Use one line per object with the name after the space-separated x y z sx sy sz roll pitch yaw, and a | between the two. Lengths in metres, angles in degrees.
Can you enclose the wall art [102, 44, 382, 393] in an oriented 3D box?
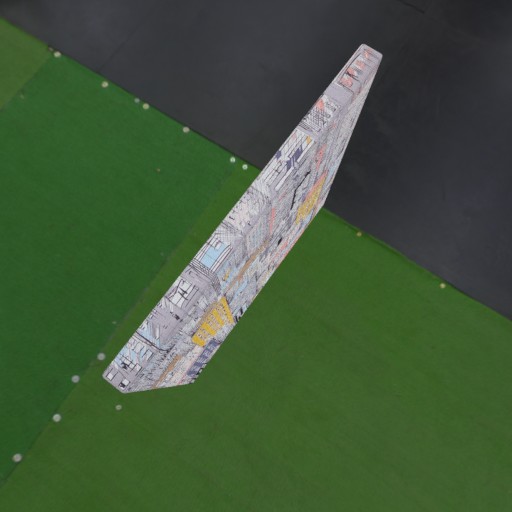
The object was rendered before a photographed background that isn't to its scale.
0.000 0.000 1.132 0.048 0.762 0.761 35 78 9 | wall art
